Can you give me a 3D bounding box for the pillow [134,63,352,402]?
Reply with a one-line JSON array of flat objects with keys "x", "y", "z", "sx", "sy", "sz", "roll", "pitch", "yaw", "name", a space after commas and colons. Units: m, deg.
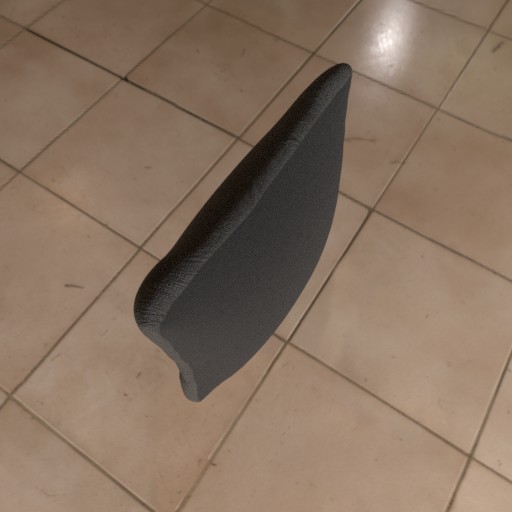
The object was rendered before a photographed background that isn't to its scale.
[{"x": 0.000, "y": 0.000, "z": 0.832, "sx": 0.210, "sy": 0.523, "sz": 0.533, "roll": 29, "pitch": 67, "yaw": 14, "name": "pillow"}]
